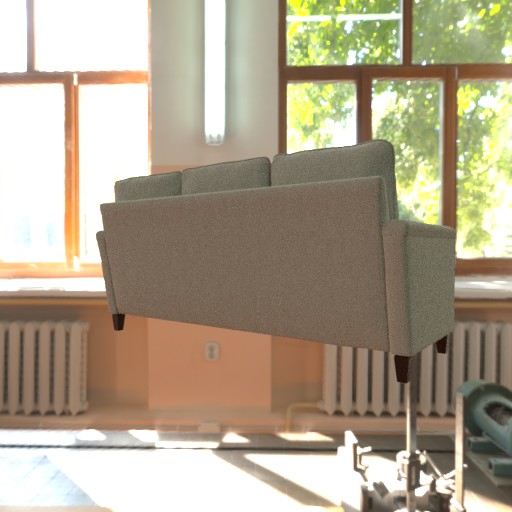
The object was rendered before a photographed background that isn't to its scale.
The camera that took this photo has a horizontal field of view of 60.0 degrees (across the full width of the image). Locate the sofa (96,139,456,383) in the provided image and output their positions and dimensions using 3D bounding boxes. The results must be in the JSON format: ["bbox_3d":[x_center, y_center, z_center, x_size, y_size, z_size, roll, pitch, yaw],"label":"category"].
[{"bbox_3d":[0.000,0.000,2.473,1.925,0.961,0.828,1,1,37],"label":"sofa"}]
